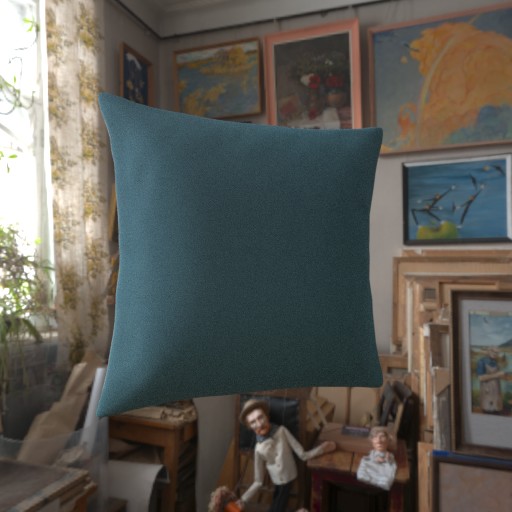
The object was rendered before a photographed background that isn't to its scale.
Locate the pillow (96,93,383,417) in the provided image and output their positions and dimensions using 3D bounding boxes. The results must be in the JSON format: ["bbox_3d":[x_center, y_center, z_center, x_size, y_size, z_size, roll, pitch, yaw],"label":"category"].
[{"bbox_3d":[0.000,0.000,0.779,0.526,0.507,0.166,0,-1,-19],"label":"pillow"}]
